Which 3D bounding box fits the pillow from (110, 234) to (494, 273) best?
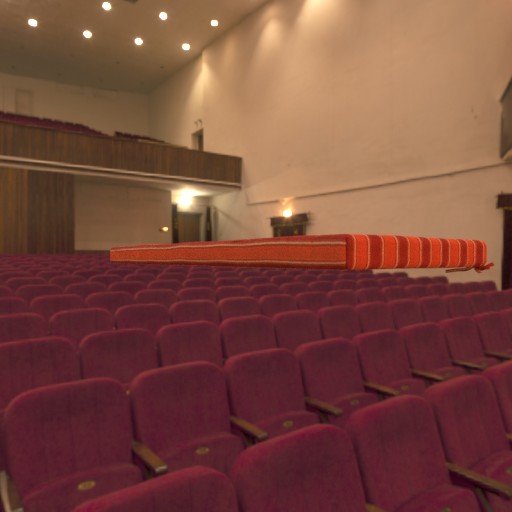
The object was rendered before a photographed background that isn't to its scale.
[{"bbox_3d":[0.000,0.000,1.297,0.492,0.081,1.187,0,0,-36],"label":"pillow"}]
